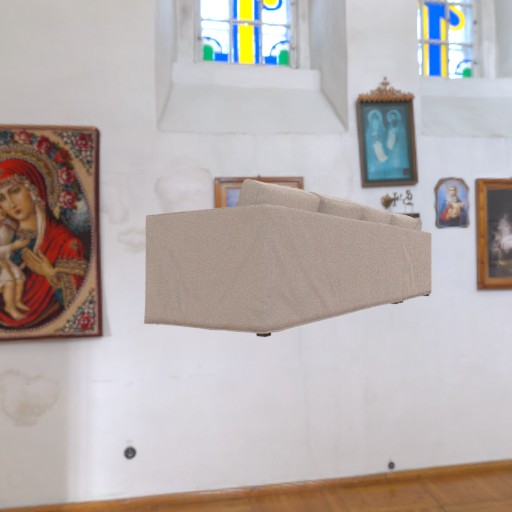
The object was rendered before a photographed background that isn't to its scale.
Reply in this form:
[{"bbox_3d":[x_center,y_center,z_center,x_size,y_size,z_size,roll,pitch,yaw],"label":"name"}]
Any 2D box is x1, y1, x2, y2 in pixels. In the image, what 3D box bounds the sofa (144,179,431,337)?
[{"bbox_3d":[0.000,0.000,4.223,2.432,0.871,3.182,0,0,36],"label":"sofa"}]
